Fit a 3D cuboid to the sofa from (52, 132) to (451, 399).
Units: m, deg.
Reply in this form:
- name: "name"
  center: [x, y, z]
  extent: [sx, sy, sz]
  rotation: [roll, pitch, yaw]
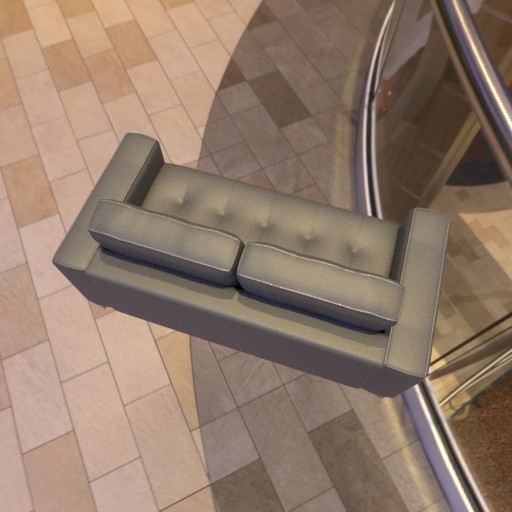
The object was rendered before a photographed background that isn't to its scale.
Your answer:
- name: "sofa"
  center: [0.000, 0.000, 2.213]
  extent: [1.726, 0.893, 0.833]
  rotation: [16, 65, 8]
